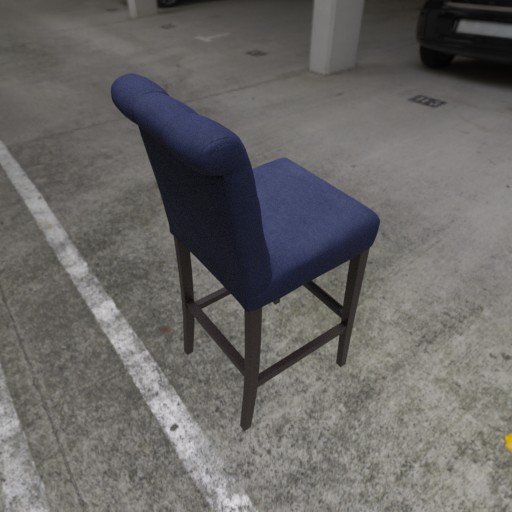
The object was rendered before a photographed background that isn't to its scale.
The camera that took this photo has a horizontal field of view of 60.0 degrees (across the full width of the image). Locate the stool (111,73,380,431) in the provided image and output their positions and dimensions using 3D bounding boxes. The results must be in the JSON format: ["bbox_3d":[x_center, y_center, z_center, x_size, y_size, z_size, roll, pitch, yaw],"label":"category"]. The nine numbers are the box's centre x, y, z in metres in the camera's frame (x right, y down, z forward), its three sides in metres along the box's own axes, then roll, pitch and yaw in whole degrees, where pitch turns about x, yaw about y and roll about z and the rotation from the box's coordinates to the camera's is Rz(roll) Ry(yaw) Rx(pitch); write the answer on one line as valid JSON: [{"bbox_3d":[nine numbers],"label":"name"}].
[{"bbox_3d":[0.000,0.000,1.447,0.601,1.140,0.493,-25,47,-27],"label":"stool"}]
